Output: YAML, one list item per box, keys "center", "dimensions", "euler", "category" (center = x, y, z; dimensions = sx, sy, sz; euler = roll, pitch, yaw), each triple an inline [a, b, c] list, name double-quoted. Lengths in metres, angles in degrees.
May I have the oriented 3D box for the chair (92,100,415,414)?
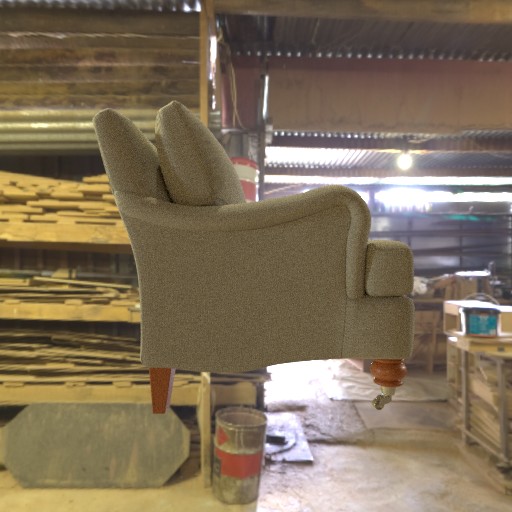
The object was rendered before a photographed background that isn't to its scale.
- center: [0.000, 0.000, 1.862]
  dimensions: [1.070, 1.038, 0.955]
  euler: [0, 0, 1]
  category: "chair"
